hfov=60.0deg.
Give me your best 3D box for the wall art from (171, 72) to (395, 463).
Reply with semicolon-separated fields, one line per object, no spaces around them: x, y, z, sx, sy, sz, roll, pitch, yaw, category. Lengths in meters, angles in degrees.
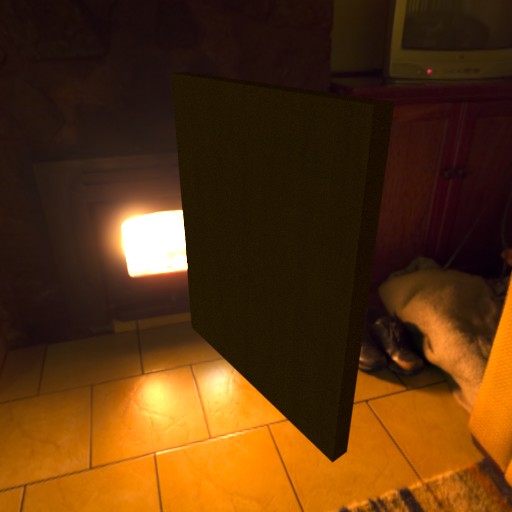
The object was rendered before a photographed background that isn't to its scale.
0.000;0.000;0.759;0.034;0.552;0.455;-19;33;-32;wall art
